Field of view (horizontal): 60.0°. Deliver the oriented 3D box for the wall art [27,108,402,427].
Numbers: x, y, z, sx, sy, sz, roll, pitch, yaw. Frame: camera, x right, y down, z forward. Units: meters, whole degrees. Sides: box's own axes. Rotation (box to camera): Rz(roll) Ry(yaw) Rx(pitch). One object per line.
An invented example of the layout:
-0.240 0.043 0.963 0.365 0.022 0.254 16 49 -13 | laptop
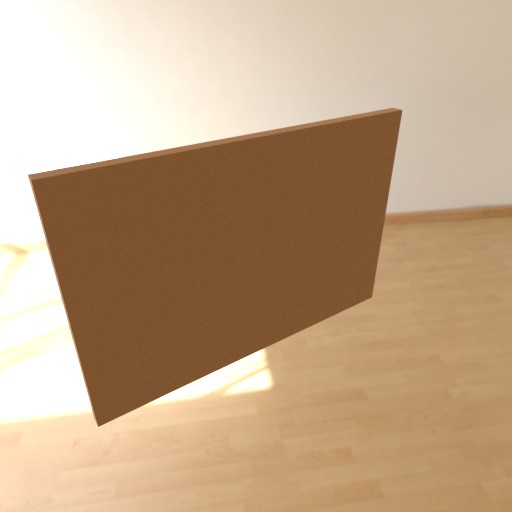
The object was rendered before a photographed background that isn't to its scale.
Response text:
0.000 0.000 1.116 0.915 0.608 0.033 -19 35 -29 | wall art
